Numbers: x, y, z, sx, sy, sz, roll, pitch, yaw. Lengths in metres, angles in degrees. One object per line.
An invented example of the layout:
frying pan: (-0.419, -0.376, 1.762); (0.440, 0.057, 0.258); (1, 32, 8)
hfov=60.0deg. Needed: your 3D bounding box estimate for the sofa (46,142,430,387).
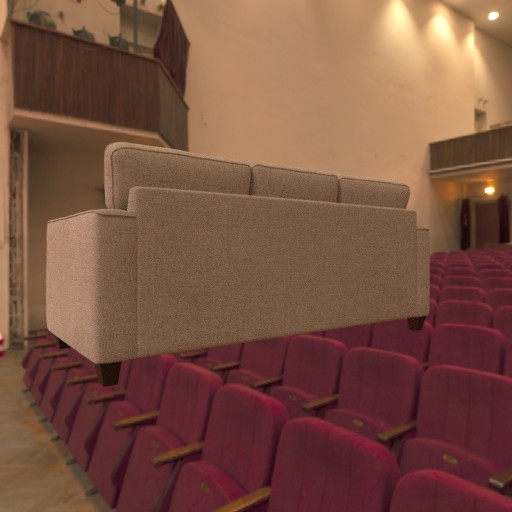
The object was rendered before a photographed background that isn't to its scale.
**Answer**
sofa: (0.000, 0.000, 2.605); (2.133, 0.965, 0.939); (-1, 1, -36)
